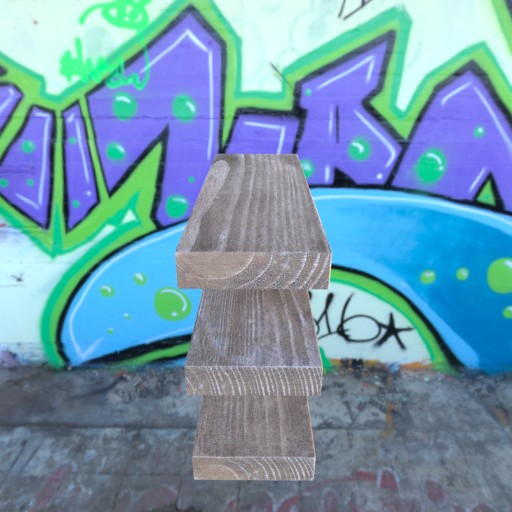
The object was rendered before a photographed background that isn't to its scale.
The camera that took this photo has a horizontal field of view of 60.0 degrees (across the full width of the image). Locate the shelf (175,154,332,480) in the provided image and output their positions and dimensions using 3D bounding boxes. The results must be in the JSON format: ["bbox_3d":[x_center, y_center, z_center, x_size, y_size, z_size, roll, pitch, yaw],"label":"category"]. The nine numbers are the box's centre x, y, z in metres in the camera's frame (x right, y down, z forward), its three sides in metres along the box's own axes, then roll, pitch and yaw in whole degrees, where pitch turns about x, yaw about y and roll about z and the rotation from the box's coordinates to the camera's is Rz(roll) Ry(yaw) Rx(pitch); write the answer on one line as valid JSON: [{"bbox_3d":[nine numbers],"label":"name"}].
[{"bbox_3d":[0.000,0.000,0.730,0.140,0.293,0.610,0,25,0],"label":"shelf"}]
